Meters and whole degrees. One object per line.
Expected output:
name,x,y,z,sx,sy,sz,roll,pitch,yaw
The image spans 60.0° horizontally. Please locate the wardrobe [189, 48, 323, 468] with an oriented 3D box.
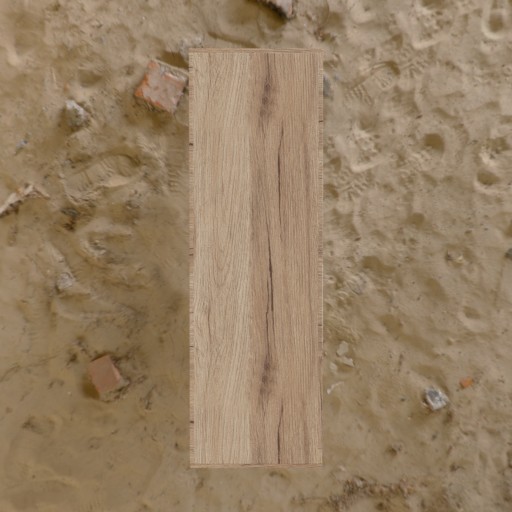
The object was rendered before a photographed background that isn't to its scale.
wardrobe,0.000,0.000,2.944,0.580,2.070,1.810,0,91,0
